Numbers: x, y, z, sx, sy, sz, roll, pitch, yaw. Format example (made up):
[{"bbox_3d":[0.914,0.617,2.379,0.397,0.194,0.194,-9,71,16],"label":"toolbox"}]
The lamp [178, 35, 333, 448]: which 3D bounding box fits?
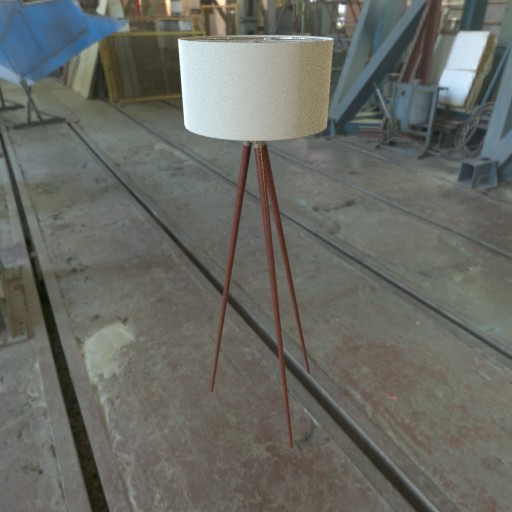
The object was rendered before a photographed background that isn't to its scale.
[{"bbox_3d":[0.000,0.000,1.761,0.483,1.553,0.483,7,29,13],"label":"lamp"}]
